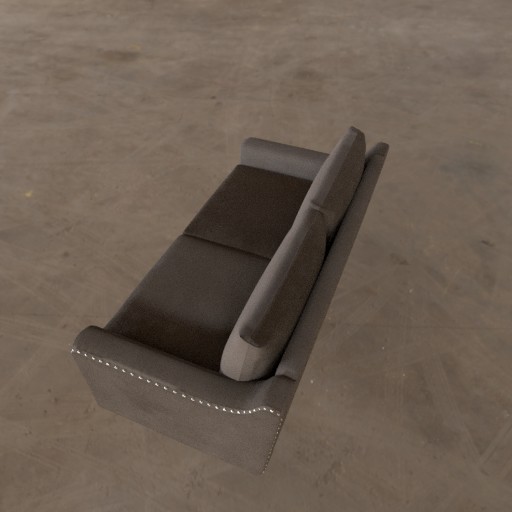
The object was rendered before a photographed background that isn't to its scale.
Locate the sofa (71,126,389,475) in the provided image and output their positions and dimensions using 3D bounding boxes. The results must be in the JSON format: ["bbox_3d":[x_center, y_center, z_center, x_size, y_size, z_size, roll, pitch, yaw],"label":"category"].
[{"bbox_3d":[0.000,0.000,3.293,1.336,1.196,2.550,17,47,16],"label":"sofa"}]
